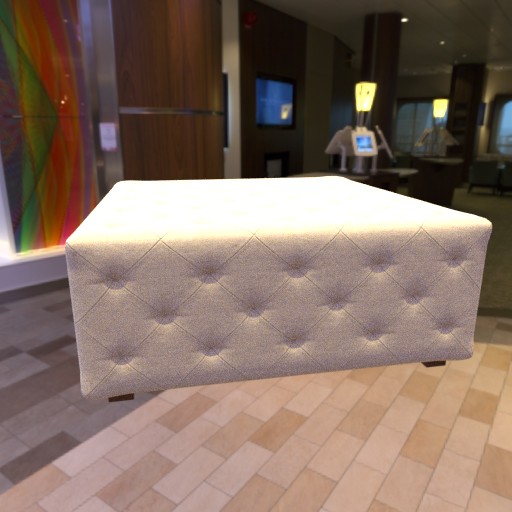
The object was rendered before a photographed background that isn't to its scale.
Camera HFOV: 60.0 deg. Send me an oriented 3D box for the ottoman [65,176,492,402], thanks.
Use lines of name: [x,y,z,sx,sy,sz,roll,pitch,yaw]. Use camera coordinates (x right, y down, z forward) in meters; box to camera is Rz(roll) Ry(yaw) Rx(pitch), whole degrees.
ottoman: [0.000,0.000,1.548,1.028,0.439,1.028,-3,16,-11]
